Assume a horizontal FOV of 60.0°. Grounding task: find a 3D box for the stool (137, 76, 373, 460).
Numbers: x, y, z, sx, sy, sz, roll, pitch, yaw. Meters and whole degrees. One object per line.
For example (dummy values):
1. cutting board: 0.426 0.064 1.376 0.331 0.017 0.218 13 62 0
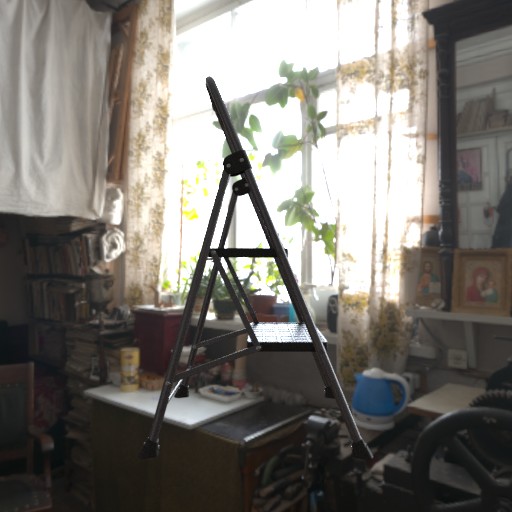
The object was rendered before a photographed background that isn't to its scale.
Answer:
1. stool: 0.000 0.000 1.174 0.514 0.872 0.450 0 0 1
